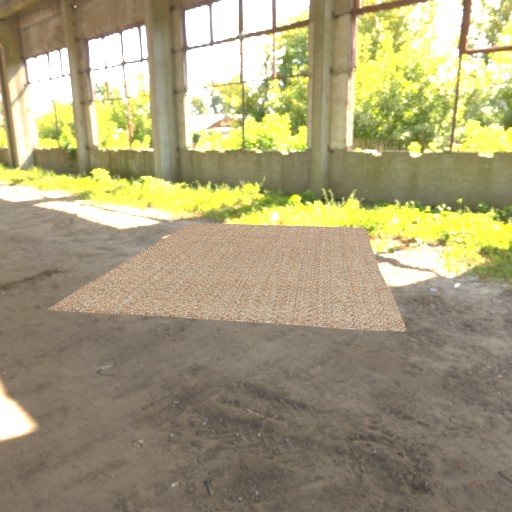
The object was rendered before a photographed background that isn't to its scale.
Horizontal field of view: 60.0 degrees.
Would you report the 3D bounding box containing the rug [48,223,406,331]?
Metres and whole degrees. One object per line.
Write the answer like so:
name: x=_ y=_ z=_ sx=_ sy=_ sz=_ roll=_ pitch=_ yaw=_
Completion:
rug: x=0.000 y=0.000 z=2.862 sx=1.566 sy=0.013 sz=2.141 roll=2 pitch=15 yaw=8
